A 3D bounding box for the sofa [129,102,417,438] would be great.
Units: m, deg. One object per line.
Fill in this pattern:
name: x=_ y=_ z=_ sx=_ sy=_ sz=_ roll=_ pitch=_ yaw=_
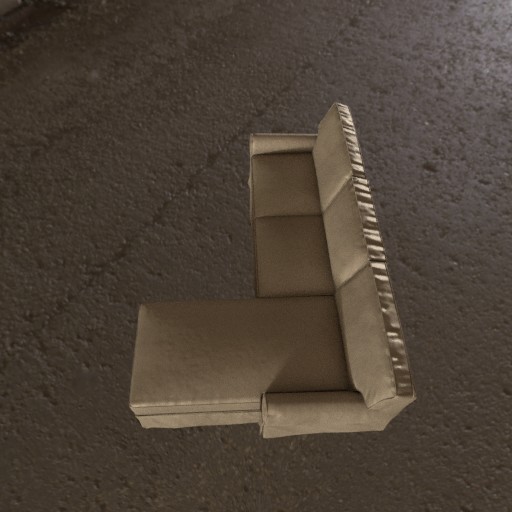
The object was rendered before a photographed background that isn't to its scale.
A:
sofa: x=0.000 y=0.000 z=3.365 sx=1.733 sy=0.978 sz=2.475 roll=-2 pitch=57 yaw=-1
